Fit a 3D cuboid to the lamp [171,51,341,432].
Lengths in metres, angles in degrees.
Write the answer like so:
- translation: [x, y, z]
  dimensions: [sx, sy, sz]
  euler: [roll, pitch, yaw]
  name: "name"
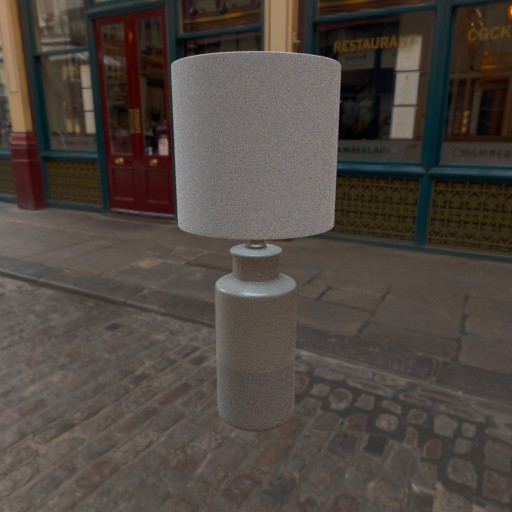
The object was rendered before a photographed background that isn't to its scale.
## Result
- translation: [0.000, 0.000, 0.623]
  dimensions: [0.212, 0.493, 0.212]
  euler: [8, 17, 28]
  name: "lamp"
